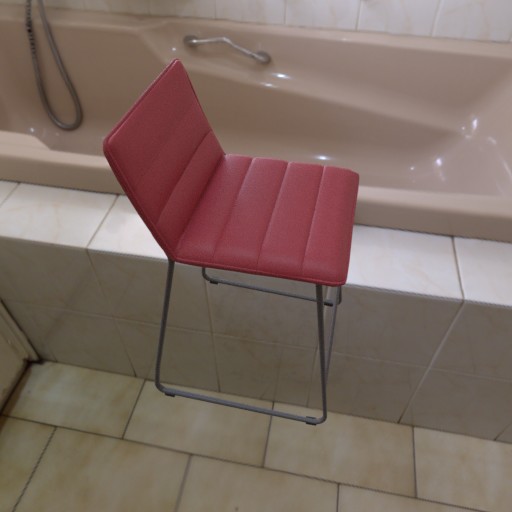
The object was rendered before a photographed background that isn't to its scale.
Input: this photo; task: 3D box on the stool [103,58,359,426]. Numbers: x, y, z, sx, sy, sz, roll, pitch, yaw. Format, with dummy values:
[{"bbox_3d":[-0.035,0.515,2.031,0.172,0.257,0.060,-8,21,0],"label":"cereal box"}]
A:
[{"bbox_3d":[0.000,0.000,1.185,0.524,0.866,0.489,10,47,9],"label":"stool"}]
